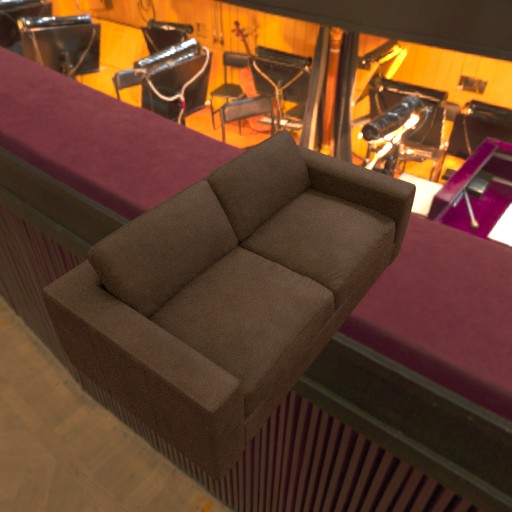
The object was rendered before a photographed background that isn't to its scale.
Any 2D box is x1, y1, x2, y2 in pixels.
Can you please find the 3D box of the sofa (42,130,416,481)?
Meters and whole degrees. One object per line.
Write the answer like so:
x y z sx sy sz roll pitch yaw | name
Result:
0.000 0.000 2.462 1.070 0.800 1.920 26 47 27 | sofa
